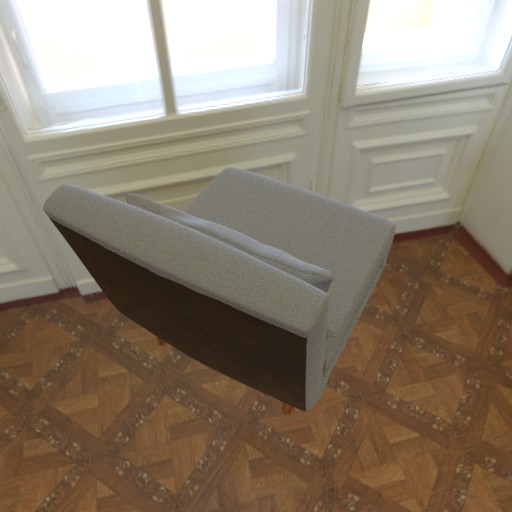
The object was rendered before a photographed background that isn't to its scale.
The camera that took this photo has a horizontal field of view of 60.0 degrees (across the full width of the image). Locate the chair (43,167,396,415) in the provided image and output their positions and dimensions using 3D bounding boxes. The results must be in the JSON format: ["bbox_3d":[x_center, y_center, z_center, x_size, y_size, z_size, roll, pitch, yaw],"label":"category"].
[{"bbox_3d":[0.000,0.000,1.529,0.770,0.808,0.902,23,50,20],"label":"chair"}]
